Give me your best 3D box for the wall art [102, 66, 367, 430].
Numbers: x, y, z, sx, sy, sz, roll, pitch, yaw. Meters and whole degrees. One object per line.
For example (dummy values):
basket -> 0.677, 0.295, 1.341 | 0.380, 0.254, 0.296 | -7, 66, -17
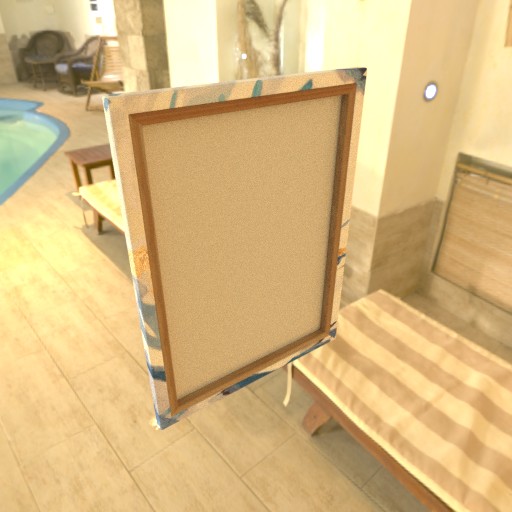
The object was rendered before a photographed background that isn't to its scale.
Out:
wall art -> 0.000, 0.000, 1.354 | 0.761, 1.015, 0.038 | -20, 36, -30
